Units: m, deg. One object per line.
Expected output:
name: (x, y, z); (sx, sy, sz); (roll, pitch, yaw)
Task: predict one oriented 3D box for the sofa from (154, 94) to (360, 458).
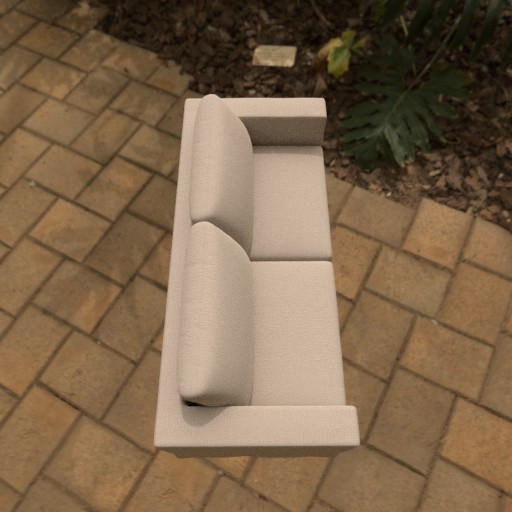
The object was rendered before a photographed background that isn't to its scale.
sofa: (0.000, 0.000, 2.647); (0.954, 0.881, 2.163); (0, 63, 0)
